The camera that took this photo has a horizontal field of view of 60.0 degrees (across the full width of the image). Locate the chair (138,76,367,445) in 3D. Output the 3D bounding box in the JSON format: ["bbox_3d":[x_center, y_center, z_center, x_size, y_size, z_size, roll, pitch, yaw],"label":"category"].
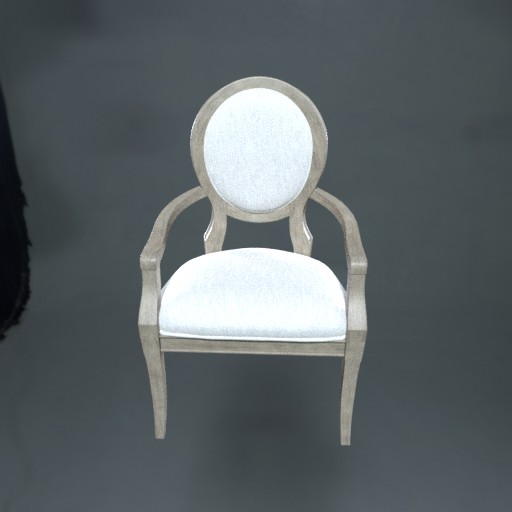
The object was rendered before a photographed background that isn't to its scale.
[{"bbox_3d":[0.000,0.000,1.399,0.611,0.991,0.602,1,30,2],"label":"chair"}]
